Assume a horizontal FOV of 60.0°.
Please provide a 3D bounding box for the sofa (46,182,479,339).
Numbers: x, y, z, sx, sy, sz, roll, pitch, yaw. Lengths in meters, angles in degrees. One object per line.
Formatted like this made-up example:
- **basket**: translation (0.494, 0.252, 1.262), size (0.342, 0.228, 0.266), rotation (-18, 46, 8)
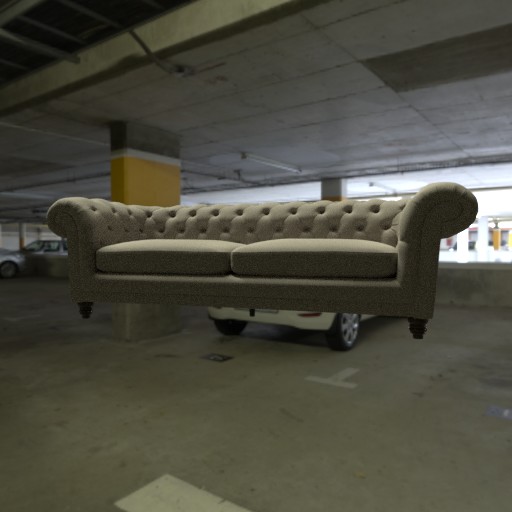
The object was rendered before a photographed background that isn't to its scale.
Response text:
- **sofa**: translation (0.000, 0.000, 2.775), size (2.411, 0.749, 0.991), rotation (0, 1, 18)
